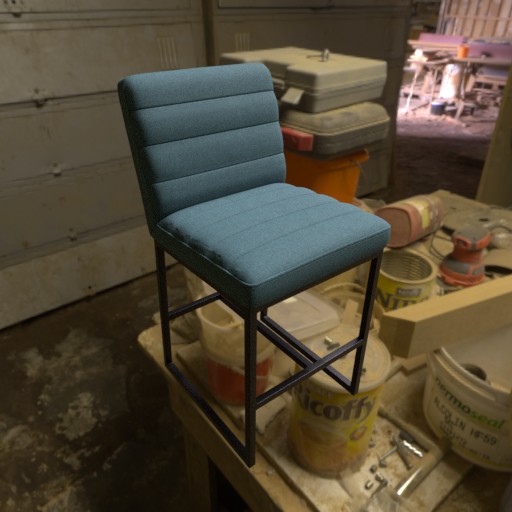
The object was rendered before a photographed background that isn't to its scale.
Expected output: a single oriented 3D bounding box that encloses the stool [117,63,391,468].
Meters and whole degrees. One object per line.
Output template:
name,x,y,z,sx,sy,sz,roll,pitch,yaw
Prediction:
stool,0.000,0.000,1.250,0.460,0.940,0.560,-21,36,-32
